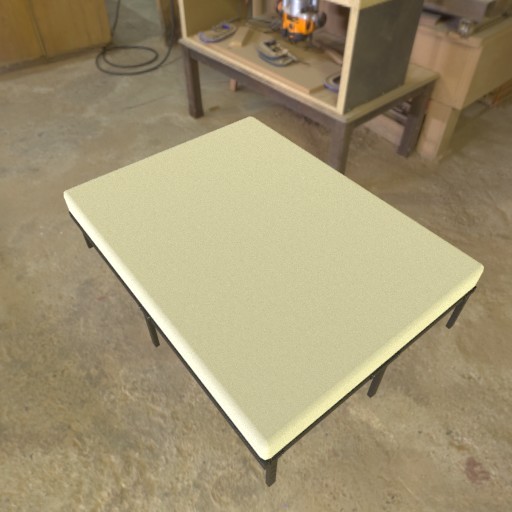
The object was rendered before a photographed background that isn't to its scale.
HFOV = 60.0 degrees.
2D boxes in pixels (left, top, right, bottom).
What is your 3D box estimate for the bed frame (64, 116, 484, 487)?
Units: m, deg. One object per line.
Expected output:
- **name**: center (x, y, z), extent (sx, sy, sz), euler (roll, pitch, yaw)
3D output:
- **bed frame**: center (0.000, 0.000, 3.554), extent (1.990, 0.680, 2.635), euler (-30, 53, -25)
